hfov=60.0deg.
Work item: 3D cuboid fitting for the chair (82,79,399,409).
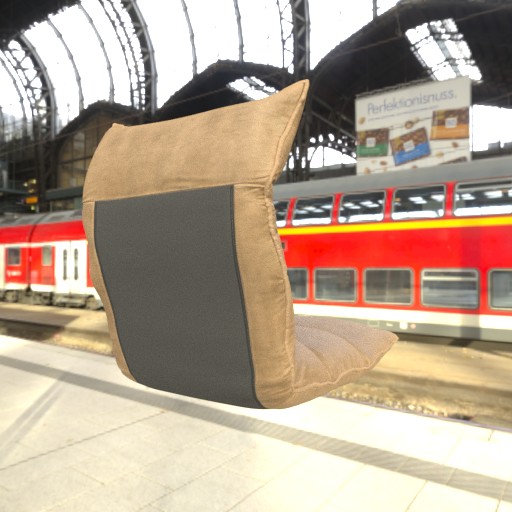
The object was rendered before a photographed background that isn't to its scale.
[{"bbox_3d":[0.000,0.000,1.560,0.714,0.892,0.985,-1,-1,34],"label":"chair"}]
